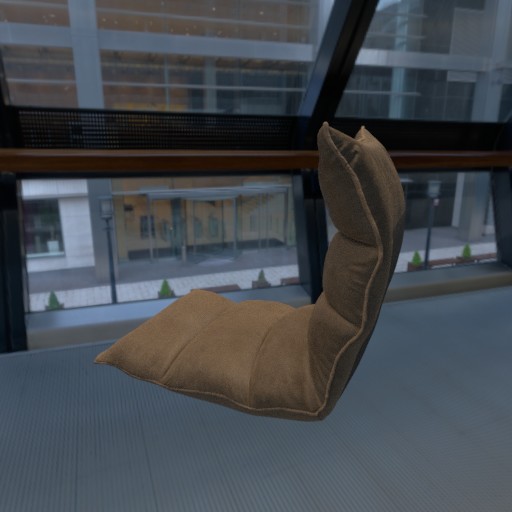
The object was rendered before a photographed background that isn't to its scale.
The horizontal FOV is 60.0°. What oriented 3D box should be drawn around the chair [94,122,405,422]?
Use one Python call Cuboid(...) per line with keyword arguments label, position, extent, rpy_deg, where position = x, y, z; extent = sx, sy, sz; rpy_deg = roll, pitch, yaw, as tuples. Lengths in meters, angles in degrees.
Cuboid(label="chair", position=(0.000, 0.000, 1.574), extent=(0.985, 0.892, 0.714), rpy_deg=(7, 17, 23))
